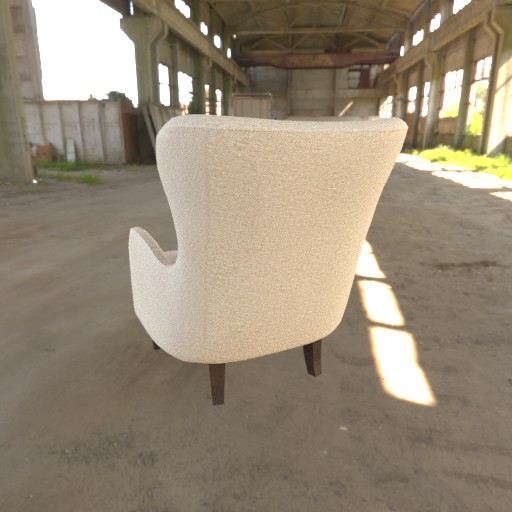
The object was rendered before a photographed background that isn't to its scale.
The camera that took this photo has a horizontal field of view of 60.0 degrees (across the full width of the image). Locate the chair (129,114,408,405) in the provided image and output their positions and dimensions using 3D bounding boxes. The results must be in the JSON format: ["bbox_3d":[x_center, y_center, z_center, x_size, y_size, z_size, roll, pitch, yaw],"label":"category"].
[{"bbox_3d":[0.000,0.000,1.786,0.861,1.064,0.984,-8,18,-26],"label":"chair"}]
